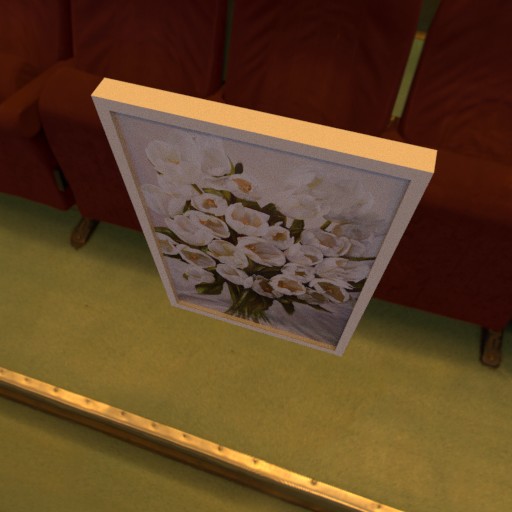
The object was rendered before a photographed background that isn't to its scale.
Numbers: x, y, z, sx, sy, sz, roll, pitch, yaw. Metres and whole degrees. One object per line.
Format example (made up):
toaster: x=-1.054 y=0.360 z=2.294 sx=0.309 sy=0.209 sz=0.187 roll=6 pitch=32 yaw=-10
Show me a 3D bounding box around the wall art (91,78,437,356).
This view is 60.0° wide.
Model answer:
wall art: x=0.000 y=0.000 z=0.550 sx=0.293 sy=0.428 sz=0.025 roll=15 pitch=60 yaw=9
